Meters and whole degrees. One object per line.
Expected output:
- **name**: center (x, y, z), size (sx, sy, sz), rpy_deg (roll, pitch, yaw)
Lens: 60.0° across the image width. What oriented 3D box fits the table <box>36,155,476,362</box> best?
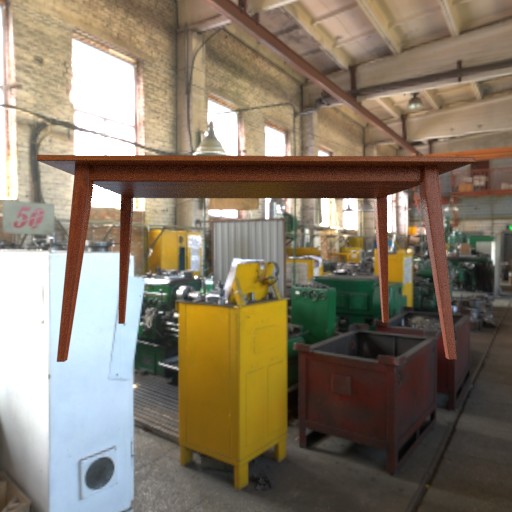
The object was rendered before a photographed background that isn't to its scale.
- **table**: center (0.000, 0.000, 2.034), size (1.609, 0.755, 0.811), rpy_deg (0, 1, -1)
